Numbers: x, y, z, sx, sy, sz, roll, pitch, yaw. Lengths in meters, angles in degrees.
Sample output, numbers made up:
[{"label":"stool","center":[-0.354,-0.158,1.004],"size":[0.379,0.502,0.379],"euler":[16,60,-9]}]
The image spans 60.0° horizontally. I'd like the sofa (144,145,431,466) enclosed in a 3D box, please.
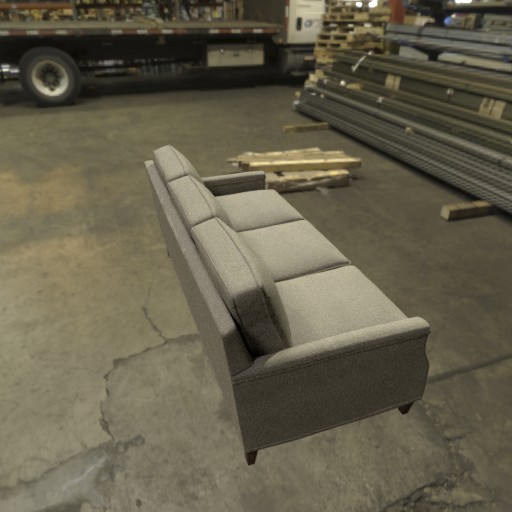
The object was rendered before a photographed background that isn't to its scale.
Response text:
[{"label":"sofa","center":[0.000,0.000,2.880],"size":[1.084,1.003,2.246],"euler":[-10,32,-17]}]
